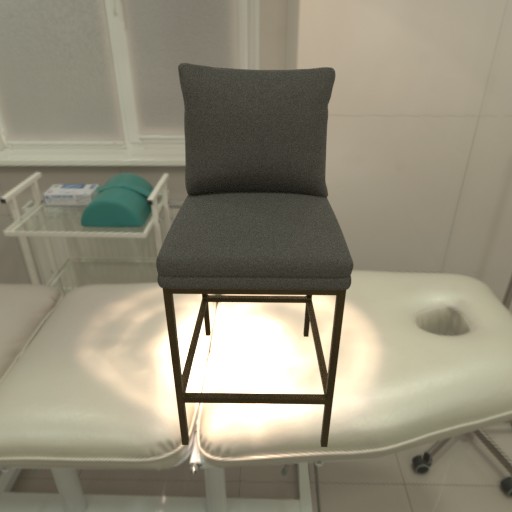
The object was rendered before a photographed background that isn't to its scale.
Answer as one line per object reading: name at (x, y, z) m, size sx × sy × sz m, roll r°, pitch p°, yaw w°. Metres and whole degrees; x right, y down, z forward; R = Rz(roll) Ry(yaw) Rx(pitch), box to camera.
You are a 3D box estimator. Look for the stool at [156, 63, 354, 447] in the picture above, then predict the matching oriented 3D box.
stool at (0.000, 0.000, 1.331) m, size 0.463 × 1.030 × 0.569 m, roll 0°, pitch 30°, yaw 1°
